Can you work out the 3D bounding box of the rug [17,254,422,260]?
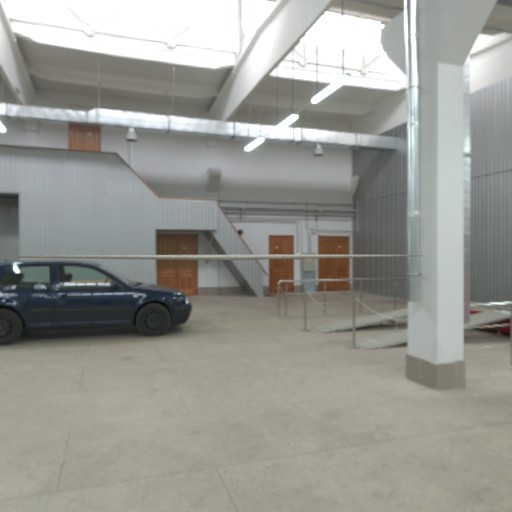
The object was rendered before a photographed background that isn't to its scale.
[{"bbox_3d":[0.000,0.000,3.006,1.524,0.011,2.438,0,0,36],"label":"rug"}]
